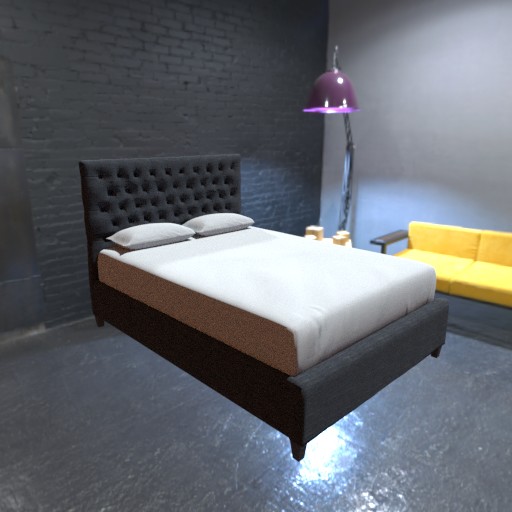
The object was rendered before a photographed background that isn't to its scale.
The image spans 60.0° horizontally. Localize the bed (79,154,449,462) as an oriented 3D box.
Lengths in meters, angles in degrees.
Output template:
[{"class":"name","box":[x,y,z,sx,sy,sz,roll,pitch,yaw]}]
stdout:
[{"class":"bed","box":[0.000,0.000,3.438,1.698,1.427,2.387,-14,21,-42]}]
